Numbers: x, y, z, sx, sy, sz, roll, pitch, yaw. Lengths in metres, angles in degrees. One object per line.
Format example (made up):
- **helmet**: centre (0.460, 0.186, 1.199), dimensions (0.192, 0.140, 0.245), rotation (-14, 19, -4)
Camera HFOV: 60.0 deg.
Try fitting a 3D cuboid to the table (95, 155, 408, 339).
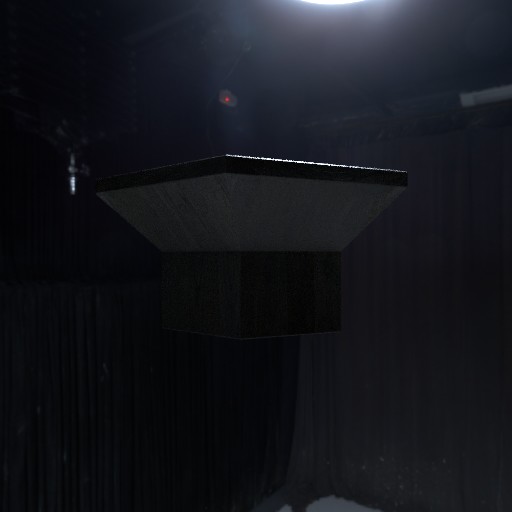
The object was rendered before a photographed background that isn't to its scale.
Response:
- **table**: centre (0.000, 0.000, 1.629), dimensions (1.115, 0.488, 0.966), rotation (0, 0, 38)
